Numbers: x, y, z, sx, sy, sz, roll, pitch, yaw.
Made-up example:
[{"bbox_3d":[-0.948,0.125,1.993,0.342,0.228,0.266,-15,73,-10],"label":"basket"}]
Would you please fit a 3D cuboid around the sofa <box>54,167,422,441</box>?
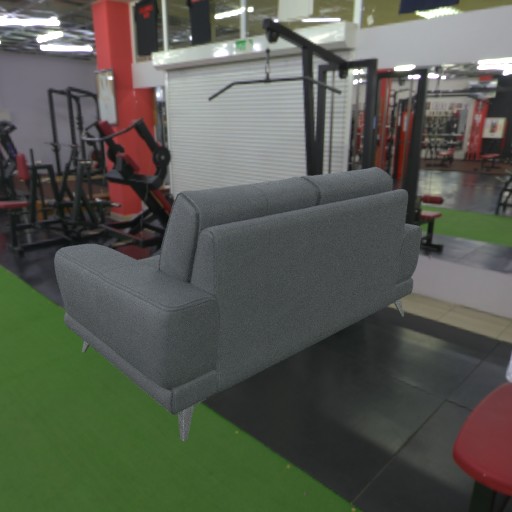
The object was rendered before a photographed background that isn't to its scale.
[{"bbox_3d":[0.000,0.000,2.396,1.806,0.907,1.018,-15,23,-41],"label":"sofa"}]
